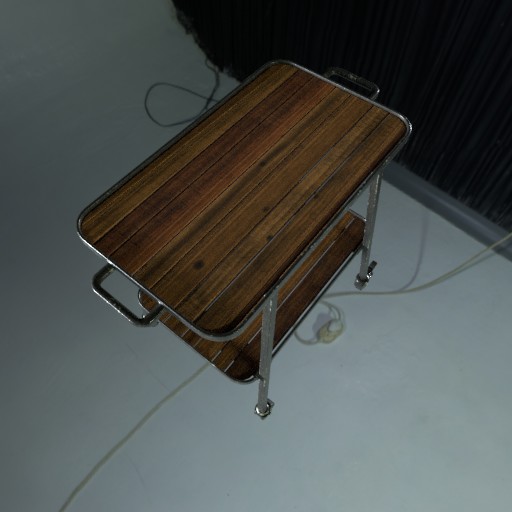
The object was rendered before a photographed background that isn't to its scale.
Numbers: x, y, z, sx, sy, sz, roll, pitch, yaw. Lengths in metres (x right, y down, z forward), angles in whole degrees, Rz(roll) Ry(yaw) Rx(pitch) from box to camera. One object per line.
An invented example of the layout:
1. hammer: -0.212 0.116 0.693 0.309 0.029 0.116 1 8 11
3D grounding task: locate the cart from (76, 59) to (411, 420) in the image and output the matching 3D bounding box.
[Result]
1. cart: 0.000 0.000 1.233 0.515 0.700 0.806 34 64 19
